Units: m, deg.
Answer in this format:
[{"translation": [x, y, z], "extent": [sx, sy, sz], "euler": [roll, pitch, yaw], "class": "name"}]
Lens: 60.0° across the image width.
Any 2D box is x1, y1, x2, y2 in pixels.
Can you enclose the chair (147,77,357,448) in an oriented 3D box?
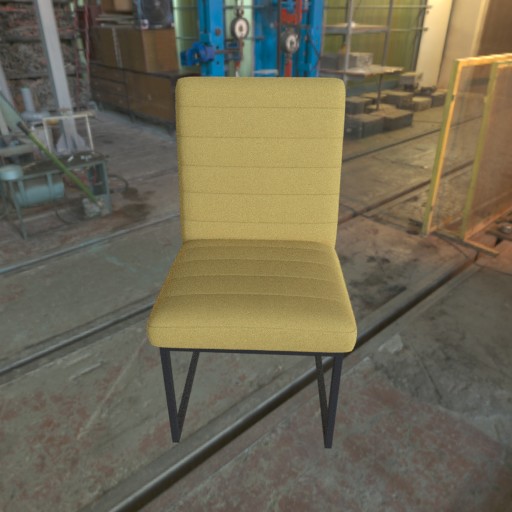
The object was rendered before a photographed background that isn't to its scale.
[{"translation": [0.000, 0.000, 1.320], "extent": [0.520, 0.930, 0.634], "euler": [1, 29, 2], "class": "chair"}]
